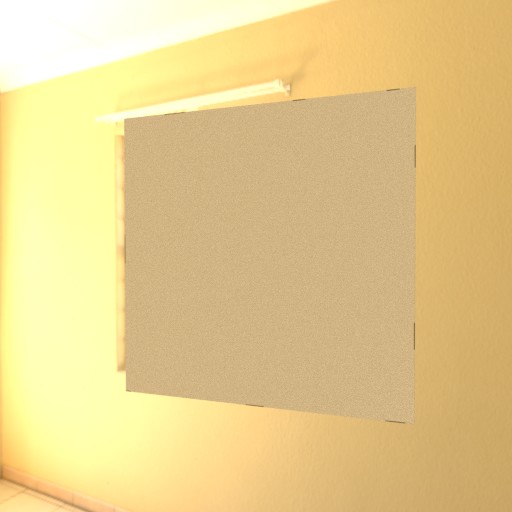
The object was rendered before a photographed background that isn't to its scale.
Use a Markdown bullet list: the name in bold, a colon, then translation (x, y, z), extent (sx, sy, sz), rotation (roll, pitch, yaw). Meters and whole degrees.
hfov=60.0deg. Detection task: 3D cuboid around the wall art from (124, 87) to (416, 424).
- **wall art**: translation (0.000, 0.000, 0.659), extent (0.446, 0.445, 0.014), rotation (0, 1, 18)
